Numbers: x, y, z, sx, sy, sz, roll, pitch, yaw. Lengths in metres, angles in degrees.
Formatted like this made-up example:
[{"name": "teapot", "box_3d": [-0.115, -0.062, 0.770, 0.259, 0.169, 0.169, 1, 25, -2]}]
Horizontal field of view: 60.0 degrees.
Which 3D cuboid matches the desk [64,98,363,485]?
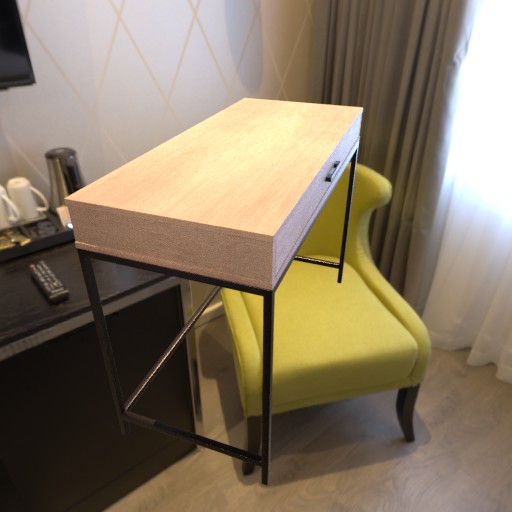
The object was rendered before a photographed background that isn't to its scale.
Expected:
[{"name": "desk", "box_3d": [0.000, 0.000, 1.452, 0.470, 0.762, 1.016, 11, 33, 17]}]
